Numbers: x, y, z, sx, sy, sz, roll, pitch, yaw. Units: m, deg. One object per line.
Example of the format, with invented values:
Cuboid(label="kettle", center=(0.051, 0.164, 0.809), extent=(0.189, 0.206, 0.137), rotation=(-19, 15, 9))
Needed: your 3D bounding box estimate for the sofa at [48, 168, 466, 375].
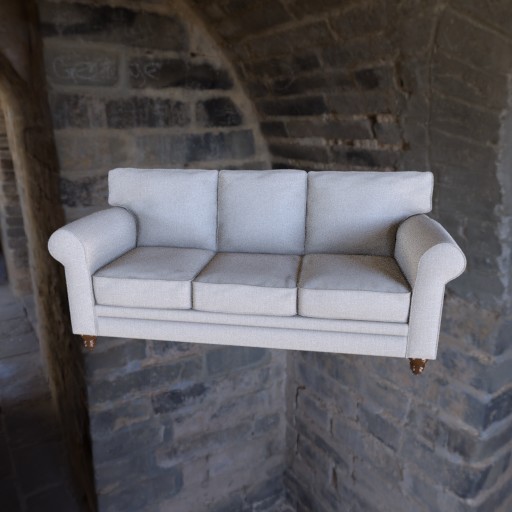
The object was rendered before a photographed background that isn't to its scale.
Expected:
Cuboid(label="sofa", center=(0.000, 0.000, 2.600), extent=(2.084, 0.961, 0.916), rotation=(2, 16, 8))
